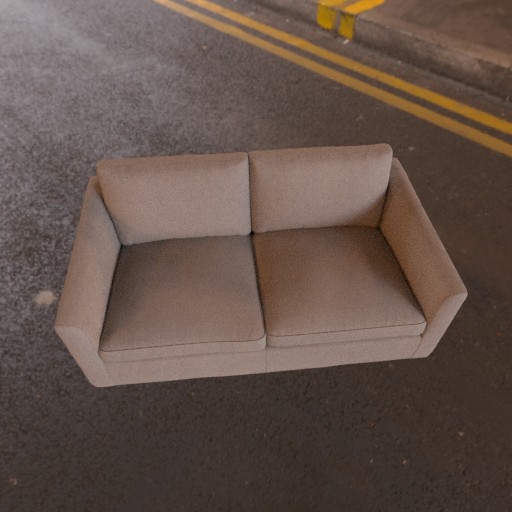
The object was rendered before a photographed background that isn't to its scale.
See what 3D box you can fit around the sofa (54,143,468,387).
[{"bbox_3d":[0.000,0.000,2.519,1.905,0.839,1.091,-4,48,-4],"label":"sofa"}]
